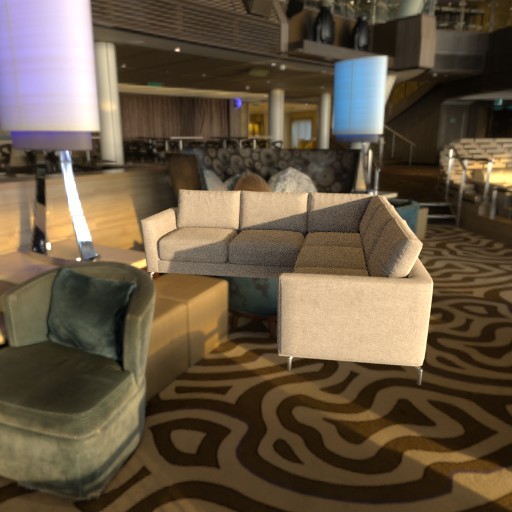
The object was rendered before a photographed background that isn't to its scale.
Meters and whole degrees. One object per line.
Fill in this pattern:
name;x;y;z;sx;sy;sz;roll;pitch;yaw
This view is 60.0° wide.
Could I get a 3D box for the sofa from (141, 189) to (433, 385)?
sofa;0.000;0.000;3.810;2.438;0.864;2.438;3;15;10
